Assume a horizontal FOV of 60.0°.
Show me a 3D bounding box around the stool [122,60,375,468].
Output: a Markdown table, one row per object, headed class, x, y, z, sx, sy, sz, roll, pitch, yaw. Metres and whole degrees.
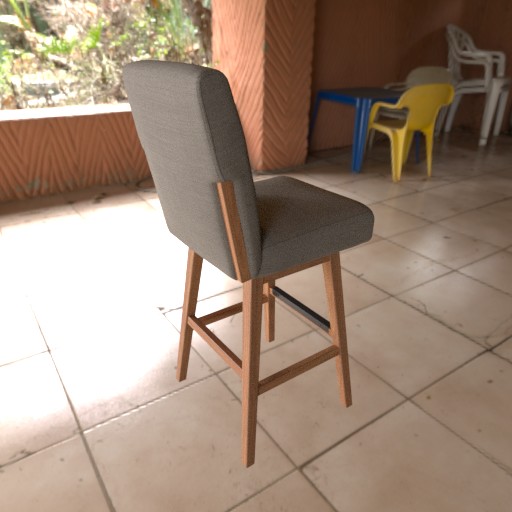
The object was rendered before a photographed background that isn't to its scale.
| class | x | y | z | sx | sy | sz | roll | pitch | yaw |
| --- | --- | --- | --- | --- | --- | --- | --- | --- | --- |
| stool | 0.000 | 0.000 | 1.364 | 0.570 | 1.112 | 0.483 | -17 | 31 | -31 |
